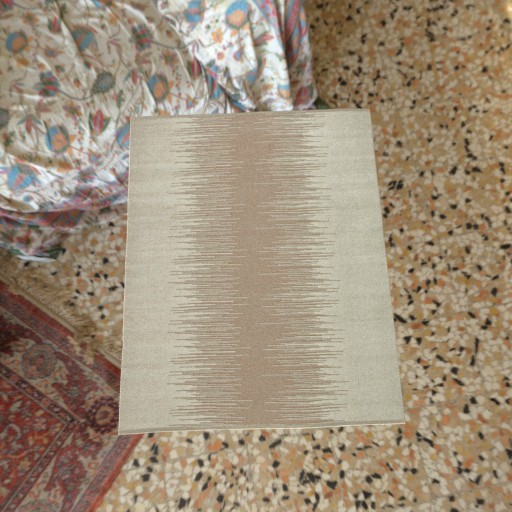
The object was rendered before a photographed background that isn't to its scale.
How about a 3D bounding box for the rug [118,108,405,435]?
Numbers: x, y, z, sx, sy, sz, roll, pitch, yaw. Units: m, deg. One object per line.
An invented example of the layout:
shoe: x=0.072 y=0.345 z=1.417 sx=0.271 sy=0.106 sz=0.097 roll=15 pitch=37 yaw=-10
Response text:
rug: x=0.000 y=0.000 z=4.141 sx=2.438 sy=0.013 sz=3.048 roll=-2 pitch=76 yaw=-1
